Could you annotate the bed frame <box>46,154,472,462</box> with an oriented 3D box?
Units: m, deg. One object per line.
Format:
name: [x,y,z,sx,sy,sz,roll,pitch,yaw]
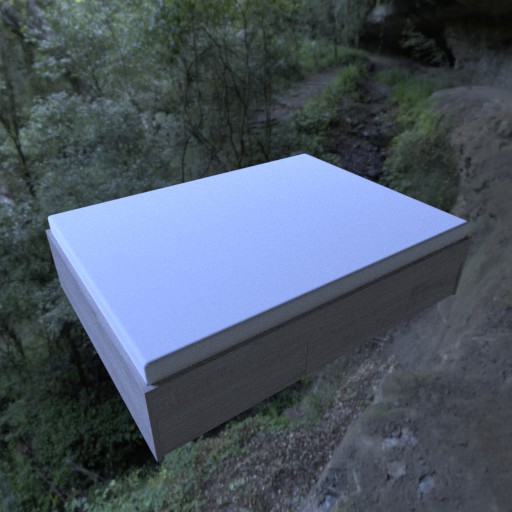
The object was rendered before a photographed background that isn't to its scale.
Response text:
bed frame: [0.000,0.000,2.593,1.944,0.490,1.448,-20,37,-29]
